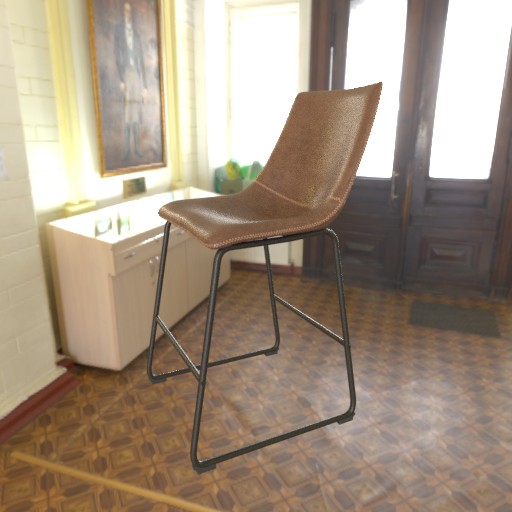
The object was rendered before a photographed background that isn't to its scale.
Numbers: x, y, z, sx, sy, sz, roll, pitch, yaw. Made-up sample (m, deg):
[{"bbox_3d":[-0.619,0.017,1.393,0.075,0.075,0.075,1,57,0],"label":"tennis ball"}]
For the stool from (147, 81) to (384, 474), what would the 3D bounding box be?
[{"bbox_3d":[0.000,0.000,1.219,0.550,0.890,0.460,-8,18,-26],"label":"stool"}]
